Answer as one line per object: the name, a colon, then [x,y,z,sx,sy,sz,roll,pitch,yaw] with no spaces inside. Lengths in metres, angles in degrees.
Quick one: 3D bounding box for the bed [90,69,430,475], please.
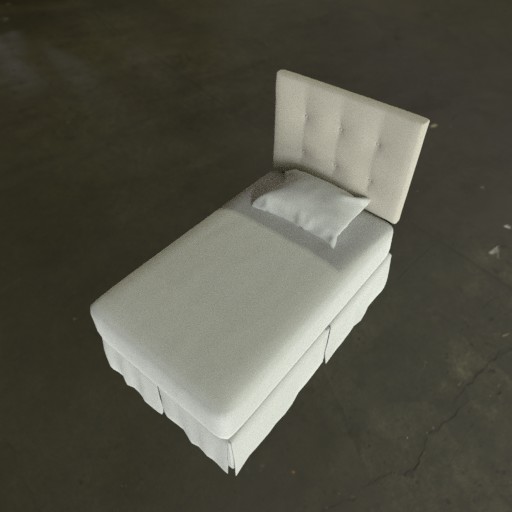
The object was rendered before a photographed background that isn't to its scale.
bed: [0.000,0.000,2.968,1.261,1.571,1.997,31,53,26]
